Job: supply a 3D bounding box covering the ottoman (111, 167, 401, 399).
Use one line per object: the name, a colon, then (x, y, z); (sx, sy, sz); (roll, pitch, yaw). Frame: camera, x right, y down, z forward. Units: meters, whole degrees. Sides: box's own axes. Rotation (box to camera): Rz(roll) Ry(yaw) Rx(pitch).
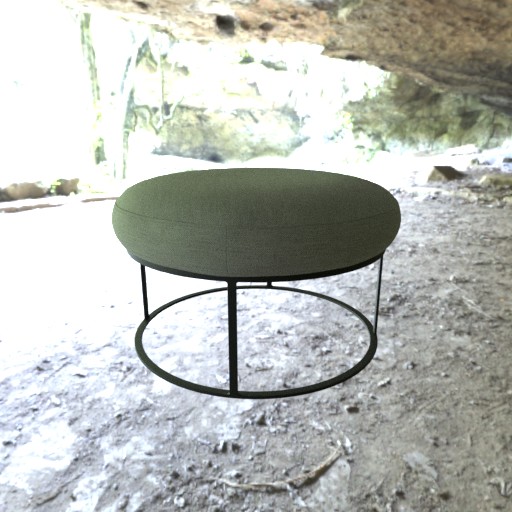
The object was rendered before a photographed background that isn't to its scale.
ottoman: (0.000, 0.000, 1.265); (0.769, 0.459, 0.769); (0, 17, 0)
